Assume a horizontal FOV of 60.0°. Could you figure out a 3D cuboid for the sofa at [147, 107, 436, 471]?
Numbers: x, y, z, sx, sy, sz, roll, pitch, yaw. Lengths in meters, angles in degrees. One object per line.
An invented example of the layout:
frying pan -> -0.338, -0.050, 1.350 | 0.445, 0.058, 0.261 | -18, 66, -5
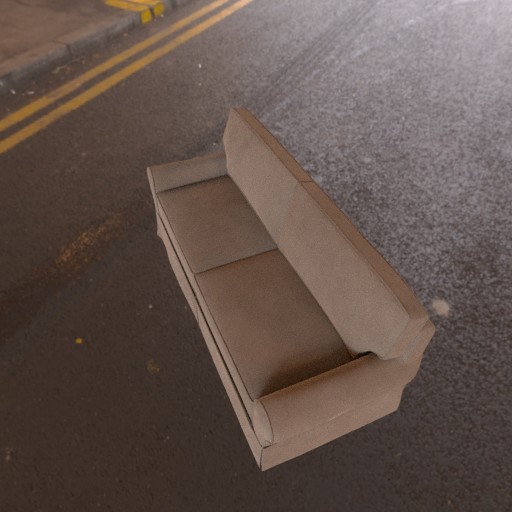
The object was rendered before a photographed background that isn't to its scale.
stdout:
sofa -> 0.000, 0.000, 2.805 | 0.900, 1.014, 2.246 | -17, 48, -17
